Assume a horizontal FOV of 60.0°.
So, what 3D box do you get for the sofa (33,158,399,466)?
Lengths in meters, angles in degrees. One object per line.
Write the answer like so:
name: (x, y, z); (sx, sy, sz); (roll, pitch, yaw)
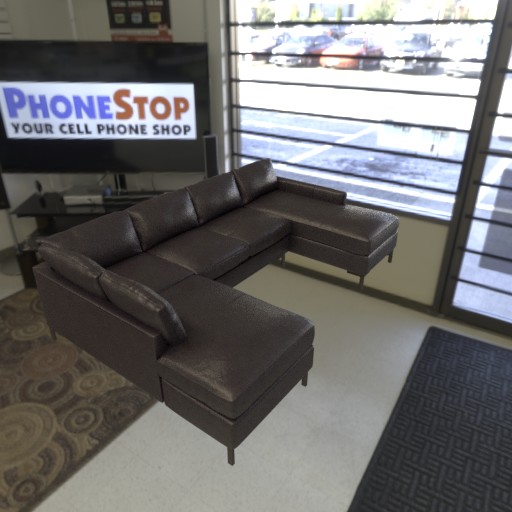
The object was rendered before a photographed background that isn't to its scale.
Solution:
sofa: (0.000, 0.000, 3.830); (1.939, 0.900, 2.956); (19, 33, 32)
